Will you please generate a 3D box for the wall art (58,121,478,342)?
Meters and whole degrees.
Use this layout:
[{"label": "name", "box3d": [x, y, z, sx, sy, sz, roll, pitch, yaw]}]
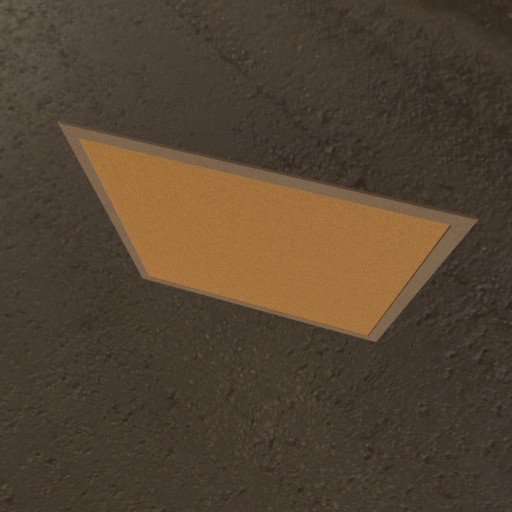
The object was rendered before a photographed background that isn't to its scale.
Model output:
[{"label": "wall art", "box3d": [0.000, 0.000, 1.668, 1.168, 1.067, 0.025, 14, 64, 7]}]
